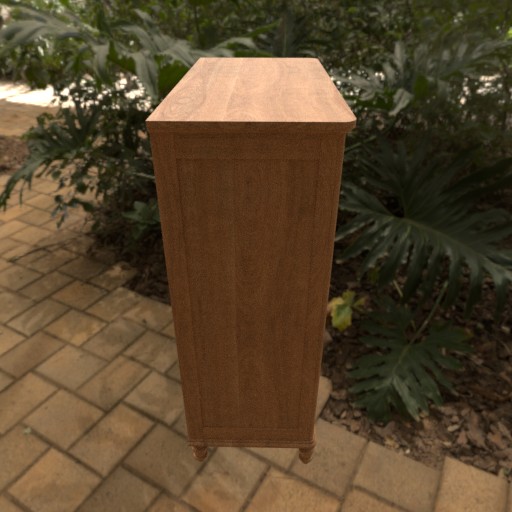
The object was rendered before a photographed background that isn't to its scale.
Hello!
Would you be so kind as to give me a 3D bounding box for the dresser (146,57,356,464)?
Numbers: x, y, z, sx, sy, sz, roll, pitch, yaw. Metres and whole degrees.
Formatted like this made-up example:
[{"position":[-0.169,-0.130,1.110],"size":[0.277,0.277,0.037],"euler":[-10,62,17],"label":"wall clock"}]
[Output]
[{"position":[0.000,0.000,1.761],"size":[0.484,1.318,0.973],"euler":[1,32,1],"label":"dresser"}]
